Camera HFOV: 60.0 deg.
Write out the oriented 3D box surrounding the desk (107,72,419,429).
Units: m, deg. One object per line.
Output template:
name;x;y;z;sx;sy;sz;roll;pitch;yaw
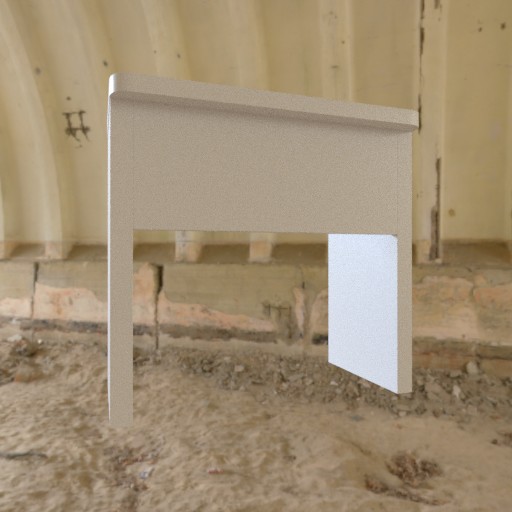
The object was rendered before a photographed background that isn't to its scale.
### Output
desk;0.000;0.000;1.247;0.790;0.760;0.446;0;0;-19
